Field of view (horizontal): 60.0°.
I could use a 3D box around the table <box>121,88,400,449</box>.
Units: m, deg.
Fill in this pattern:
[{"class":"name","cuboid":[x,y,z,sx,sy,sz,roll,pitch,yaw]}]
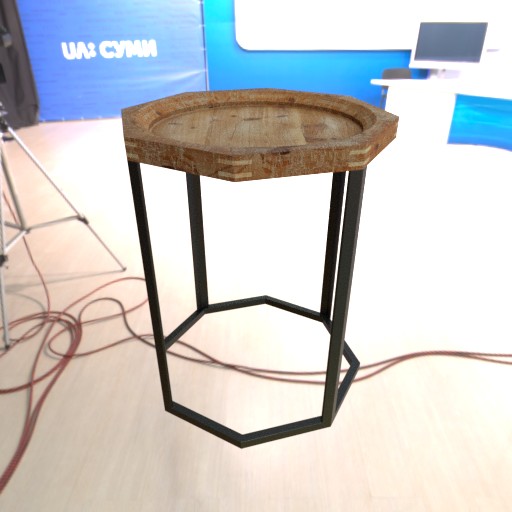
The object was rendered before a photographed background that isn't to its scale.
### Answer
[{"class":"table","cuboid":[0.000,0.000,0.861,0.458,0.543,0.458,-22,37,-32]}]
